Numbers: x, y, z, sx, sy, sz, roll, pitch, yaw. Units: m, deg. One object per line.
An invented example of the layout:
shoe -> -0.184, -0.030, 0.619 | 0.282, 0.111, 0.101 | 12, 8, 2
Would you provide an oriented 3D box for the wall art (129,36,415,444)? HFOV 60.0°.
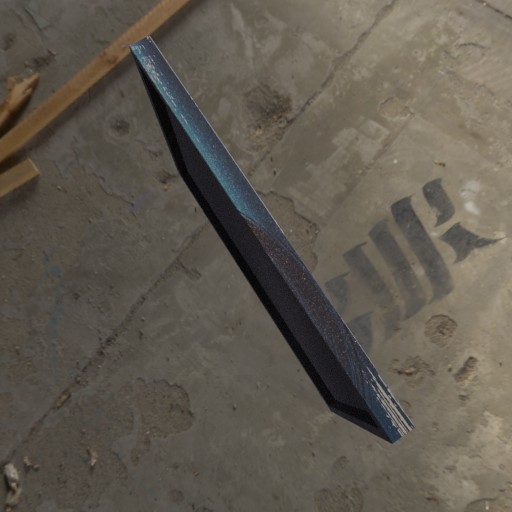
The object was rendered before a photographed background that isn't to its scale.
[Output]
wall art -> 0.000, 0.000, 0.749 | 0.033, 0.406, 0.609 | -32, 78, -8
